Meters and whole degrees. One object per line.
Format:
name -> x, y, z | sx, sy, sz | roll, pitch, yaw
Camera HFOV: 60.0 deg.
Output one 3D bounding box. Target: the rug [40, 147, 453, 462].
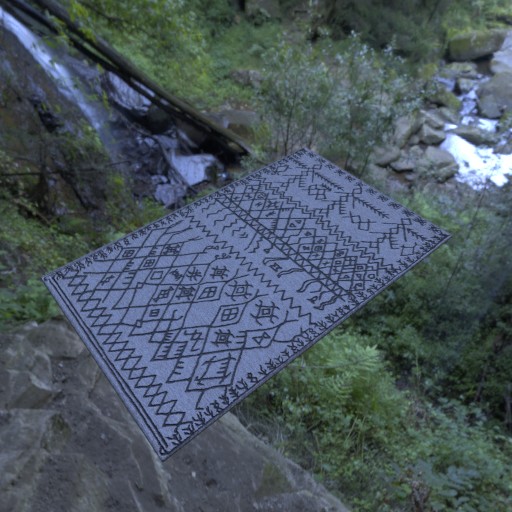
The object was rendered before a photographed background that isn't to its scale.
rug -> 0.000, 0.000, 3.067 | 2.444, 0.012, 1.526 | -31, 54, -26
